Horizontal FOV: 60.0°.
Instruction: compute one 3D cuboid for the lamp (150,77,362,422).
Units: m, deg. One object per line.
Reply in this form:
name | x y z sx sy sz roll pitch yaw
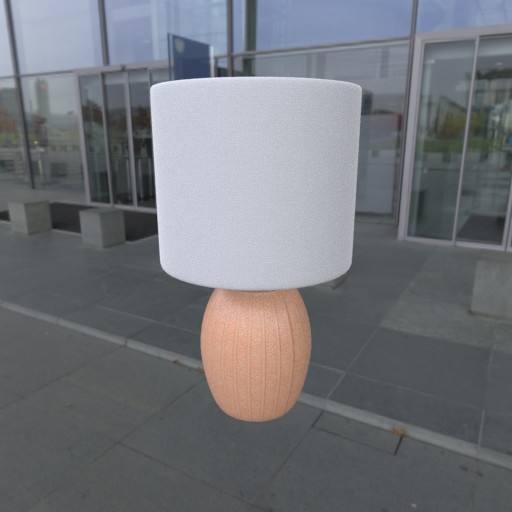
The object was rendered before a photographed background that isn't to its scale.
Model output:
lamp | 0.000 0.000 0.777 0.329 0.570 0.329 0 15 0
